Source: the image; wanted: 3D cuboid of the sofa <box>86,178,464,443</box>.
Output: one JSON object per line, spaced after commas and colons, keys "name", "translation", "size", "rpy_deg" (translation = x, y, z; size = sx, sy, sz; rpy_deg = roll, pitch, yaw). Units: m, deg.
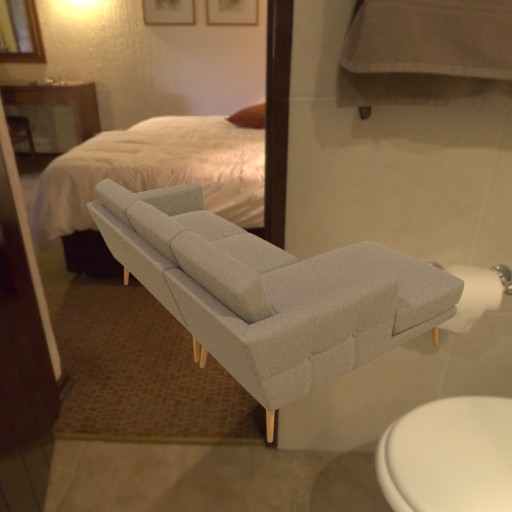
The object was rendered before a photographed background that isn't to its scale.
{"name": "sofa", "translation": [0.000, 0.000, 2.877], "size": [1.530, 0.860, 2.040], "rpy_deg": [-17, 30, -32]}
